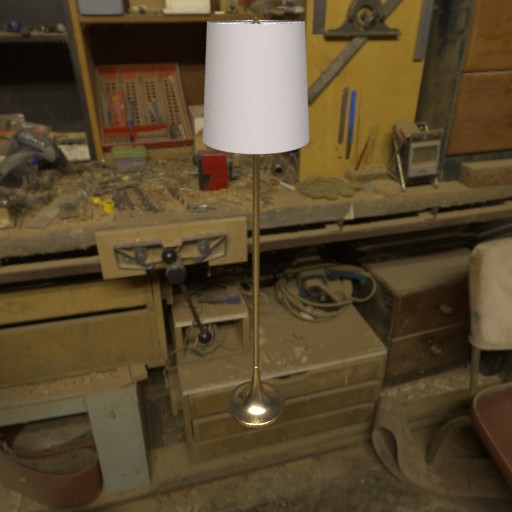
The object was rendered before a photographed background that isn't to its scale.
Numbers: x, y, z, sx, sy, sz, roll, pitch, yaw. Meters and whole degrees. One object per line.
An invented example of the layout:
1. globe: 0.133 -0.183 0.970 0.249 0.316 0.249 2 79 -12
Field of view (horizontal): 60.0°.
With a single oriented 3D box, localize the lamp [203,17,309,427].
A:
1. lamp: 0.000 0.000 1.626 0.337 1.543 0.337 0 30 0
